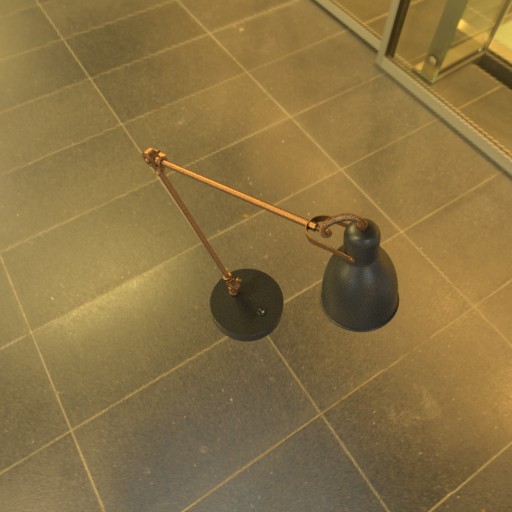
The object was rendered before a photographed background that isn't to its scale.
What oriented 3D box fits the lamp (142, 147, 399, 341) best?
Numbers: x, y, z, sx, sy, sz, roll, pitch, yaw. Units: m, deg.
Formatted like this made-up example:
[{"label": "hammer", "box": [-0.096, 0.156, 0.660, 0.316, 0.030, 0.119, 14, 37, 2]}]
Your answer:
[{"label": "lamp", "box": [0.000, 0.000, 0.885, 0.561, 0.587, 0.187, 34, 65, 18]}]
